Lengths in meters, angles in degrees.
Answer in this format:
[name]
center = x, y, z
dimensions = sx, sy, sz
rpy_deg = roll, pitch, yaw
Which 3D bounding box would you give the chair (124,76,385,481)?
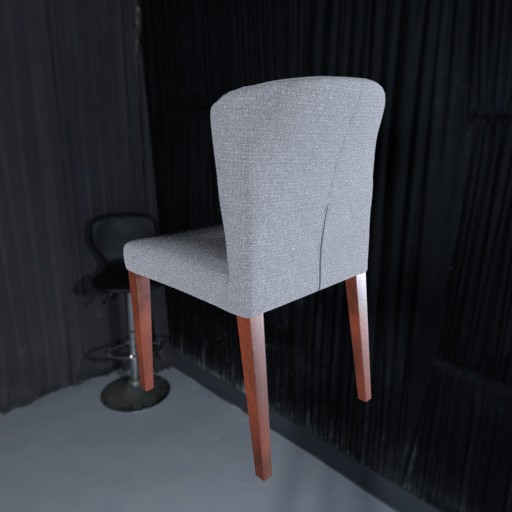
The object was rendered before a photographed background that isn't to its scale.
[chair]
center = 0.000, 0.000, 1.170
dimensions = 0.589, 0.839, 0.491
rpy_deg = 15, 22, 43
